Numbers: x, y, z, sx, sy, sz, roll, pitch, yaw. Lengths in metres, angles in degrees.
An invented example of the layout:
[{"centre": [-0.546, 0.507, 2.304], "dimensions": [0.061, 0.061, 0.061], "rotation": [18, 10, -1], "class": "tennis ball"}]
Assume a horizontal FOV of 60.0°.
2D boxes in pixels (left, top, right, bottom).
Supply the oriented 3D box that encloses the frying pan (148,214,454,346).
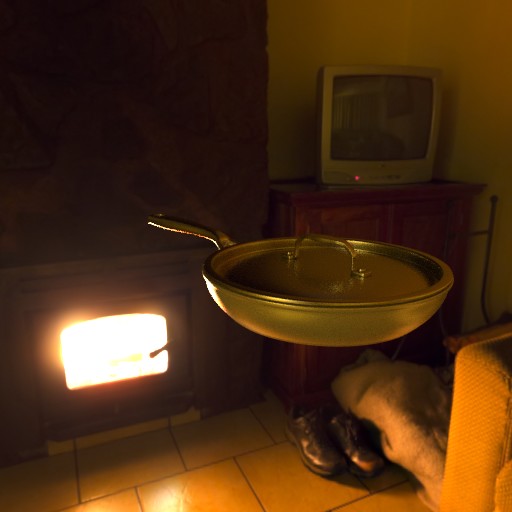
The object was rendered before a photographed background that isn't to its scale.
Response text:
[{"centre": [0.000, 0.000, 0.580], "dimensions": [0.272, 0.086, 0.490], "rotation": [-14, 20, -42], "class": "frying pan"}]
